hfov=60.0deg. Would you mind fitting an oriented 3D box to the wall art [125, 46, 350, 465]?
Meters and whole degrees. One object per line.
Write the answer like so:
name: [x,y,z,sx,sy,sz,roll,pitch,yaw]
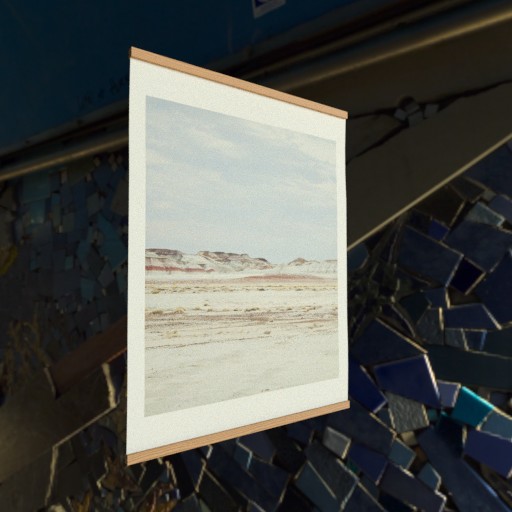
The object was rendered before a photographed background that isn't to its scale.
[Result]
wall art: [0.000,0.000,0.779,0.458,0.605,0.011,1,-2,-36]
